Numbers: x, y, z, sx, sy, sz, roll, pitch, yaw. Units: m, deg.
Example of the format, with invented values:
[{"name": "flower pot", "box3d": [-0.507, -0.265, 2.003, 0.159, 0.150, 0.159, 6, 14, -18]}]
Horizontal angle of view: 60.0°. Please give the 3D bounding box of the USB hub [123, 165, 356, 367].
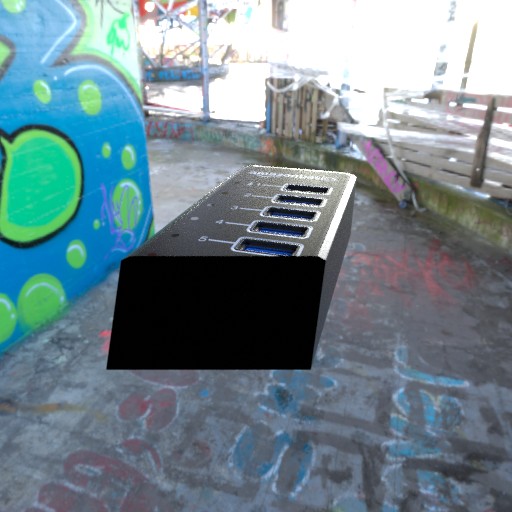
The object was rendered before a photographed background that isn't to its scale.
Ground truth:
[{"name": "USB hub", "box3d": [0.000, 0.000, 0.126, 0.044, 0.023, 0.110, 8, 27, 15]}]
